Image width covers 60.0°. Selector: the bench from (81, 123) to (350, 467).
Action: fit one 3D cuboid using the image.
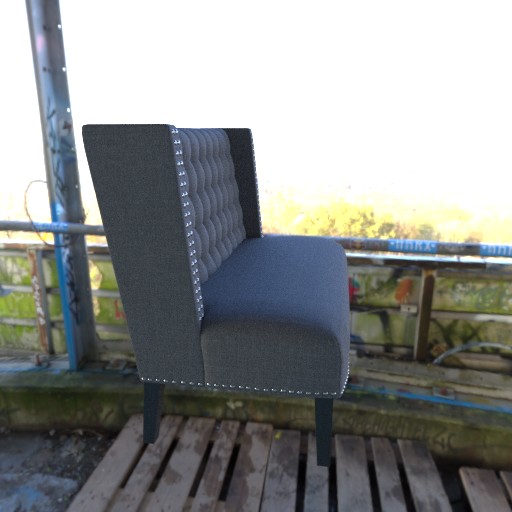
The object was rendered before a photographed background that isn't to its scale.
[{"bbox_3d":[0.000,0.000,1.994,0.842,1.121,1.276,3,16,10],"label":"bench"}]
